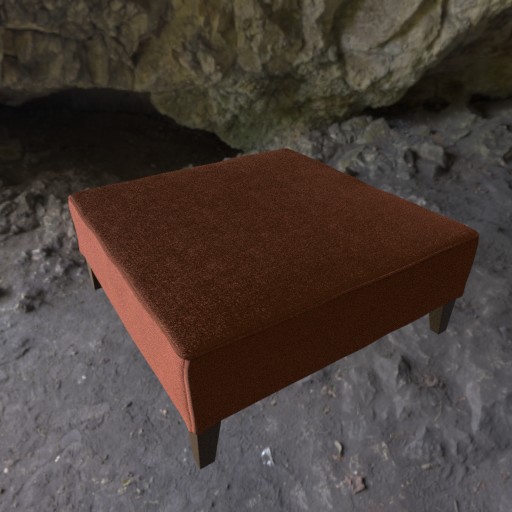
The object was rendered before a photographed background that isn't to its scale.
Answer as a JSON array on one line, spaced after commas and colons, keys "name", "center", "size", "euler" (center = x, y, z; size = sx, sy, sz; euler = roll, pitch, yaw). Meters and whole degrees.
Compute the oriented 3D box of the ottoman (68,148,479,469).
[{"name": "ottoman", "center": [0.000, 0.000, 1.539], "size": [0.997, 0.438, 0.999], "euler": [-19, 36, -28]}]
